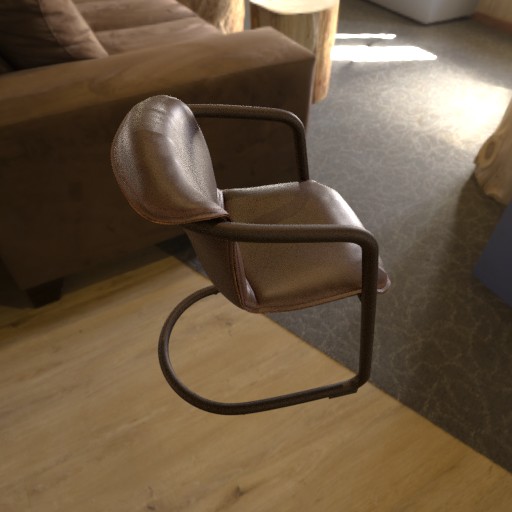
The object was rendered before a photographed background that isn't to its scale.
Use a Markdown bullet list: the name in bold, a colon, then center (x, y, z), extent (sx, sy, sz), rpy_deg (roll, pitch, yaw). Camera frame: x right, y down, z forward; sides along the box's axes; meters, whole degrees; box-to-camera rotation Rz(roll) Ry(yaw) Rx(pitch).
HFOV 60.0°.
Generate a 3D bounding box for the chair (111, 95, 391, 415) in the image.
- **chair**: center (0.000, 0.000, 1.240), extent (0.664, 0.836, 0.536), rpy_deg (-10, 46, -10)
